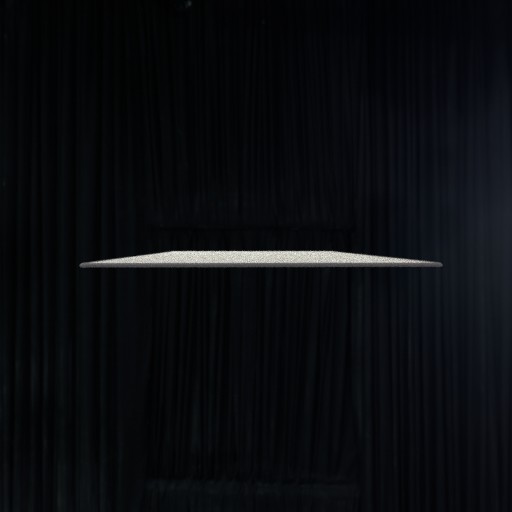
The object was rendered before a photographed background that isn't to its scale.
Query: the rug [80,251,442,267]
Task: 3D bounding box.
[{"bbox_3d":[0.000,0.000,2.126,1.067,0.013,1.676,0,2,-1],"label":"rug"}]
